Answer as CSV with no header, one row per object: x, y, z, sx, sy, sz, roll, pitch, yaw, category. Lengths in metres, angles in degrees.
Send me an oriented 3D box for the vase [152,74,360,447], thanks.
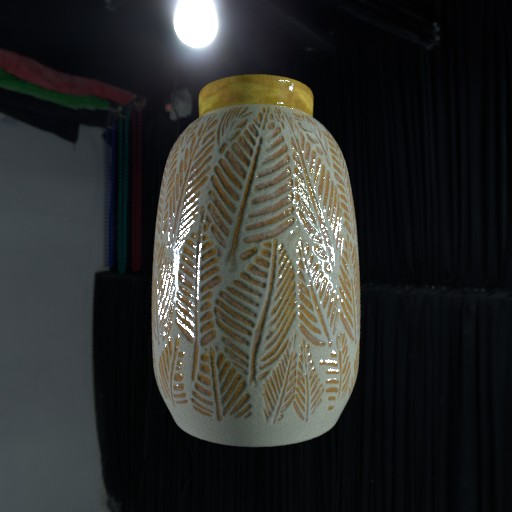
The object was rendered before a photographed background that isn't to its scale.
0.000,0.000,0.376,0.172,0.270,0.172,0,0,0,vase
